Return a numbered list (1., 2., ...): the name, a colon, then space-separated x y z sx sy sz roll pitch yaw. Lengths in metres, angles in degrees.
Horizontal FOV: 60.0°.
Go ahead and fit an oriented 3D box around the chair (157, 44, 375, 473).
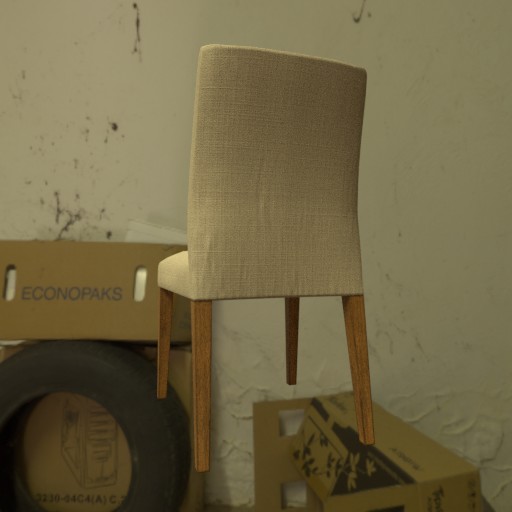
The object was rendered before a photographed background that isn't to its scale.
1. chair: 0.000 0.000 1.279 0.496 0.940 0.585 0 0 -19
